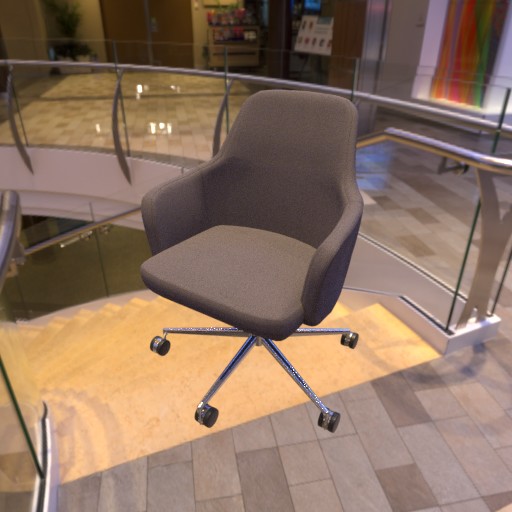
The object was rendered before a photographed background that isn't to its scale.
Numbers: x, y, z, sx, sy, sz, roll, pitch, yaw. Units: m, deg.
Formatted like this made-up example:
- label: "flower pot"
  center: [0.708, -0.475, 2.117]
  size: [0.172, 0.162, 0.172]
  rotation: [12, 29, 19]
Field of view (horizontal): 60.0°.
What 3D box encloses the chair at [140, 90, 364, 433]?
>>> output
- label: "chair"
  center: [0.000, 0.000, 1.258]
  size: [0.655, 0.820, 0.600]
  rotation: [18, 34, 29]
